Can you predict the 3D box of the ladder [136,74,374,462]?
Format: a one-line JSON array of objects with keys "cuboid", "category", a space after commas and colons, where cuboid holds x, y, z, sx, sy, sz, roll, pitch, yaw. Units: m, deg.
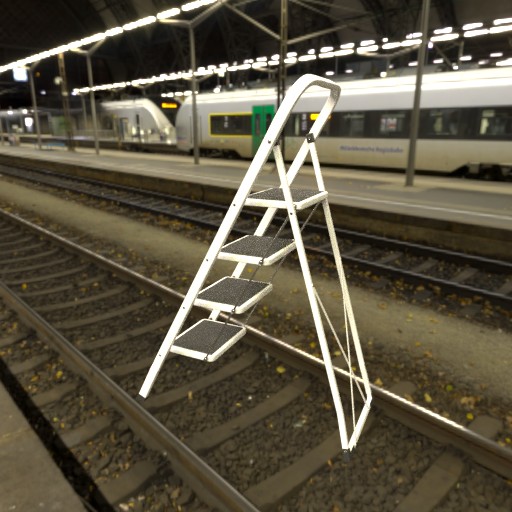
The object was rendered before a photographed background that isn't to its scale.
[{"cuboid": [0.000, 0.000, 1.712, 0.914, 1.265, 0.460, 8, 18, 25], "category": "ladder"}]
